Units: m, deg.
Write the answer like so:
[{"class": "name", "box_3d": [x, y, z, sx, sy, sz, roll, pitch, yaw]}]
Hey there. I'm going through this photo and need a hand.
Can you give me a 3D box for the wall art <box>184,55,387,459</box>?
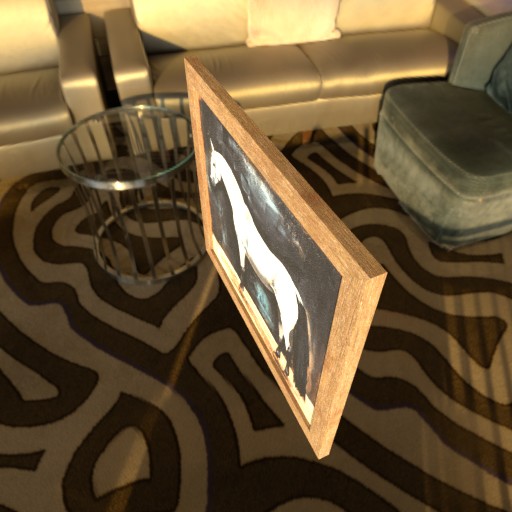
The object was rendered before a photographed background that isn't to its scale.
[{"class": "wall art", "box_3d": [0.000, 0.000, 0.950, 0.026, 0.588, 0.690, -18, 49, -17]}]
